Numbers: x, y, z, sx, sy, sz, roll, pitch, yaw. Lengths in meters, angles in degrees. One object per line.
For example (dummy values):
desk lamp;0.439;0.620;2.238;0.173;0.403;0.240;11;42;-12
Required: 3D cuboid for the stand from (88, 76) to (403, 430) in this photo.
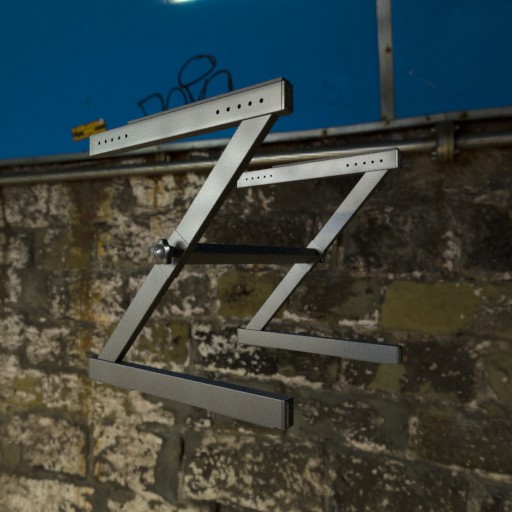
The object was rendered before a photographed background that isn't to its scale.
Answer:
stand;0.000;0.000;1.188;0.586;0.617;0.700;0;-1;36
